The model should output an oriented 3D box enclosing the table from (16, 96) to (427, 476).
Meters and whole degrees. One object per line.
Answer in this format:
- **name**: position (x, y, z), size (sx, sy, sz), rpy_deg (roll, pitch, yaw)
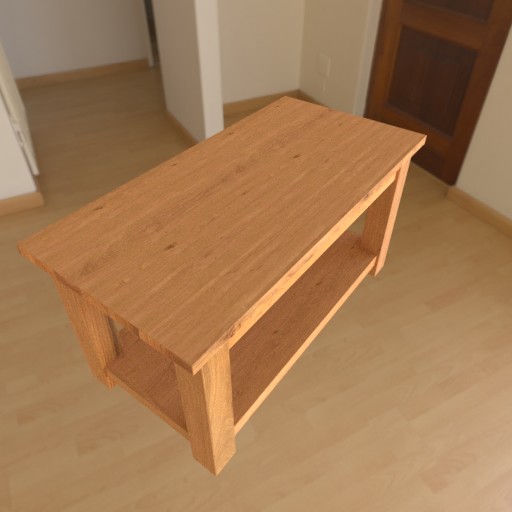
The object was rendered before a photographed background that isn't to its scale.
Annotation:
- **table**: position (0.000, 0.000, 1.146), size (0.450, 0.452, 0.899), rpy_deg (26, 48, 27)
